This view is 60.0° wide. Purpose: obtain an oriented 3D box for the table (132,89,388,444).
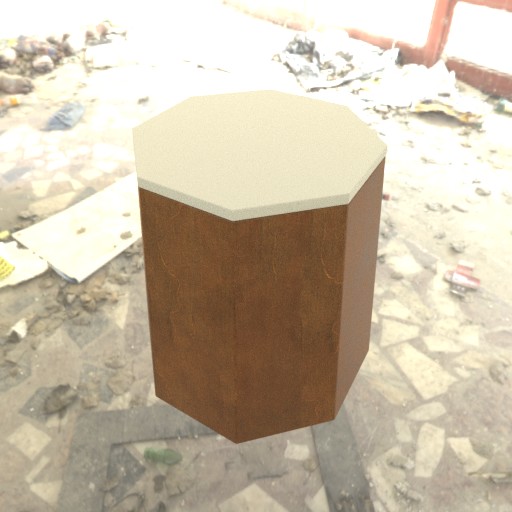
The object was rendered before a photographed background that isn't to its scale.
[{"bbox_3d":[0.000,0.000,0.787,0.439,0.457,0.439,-11,42,-12],"label":"table"}]
